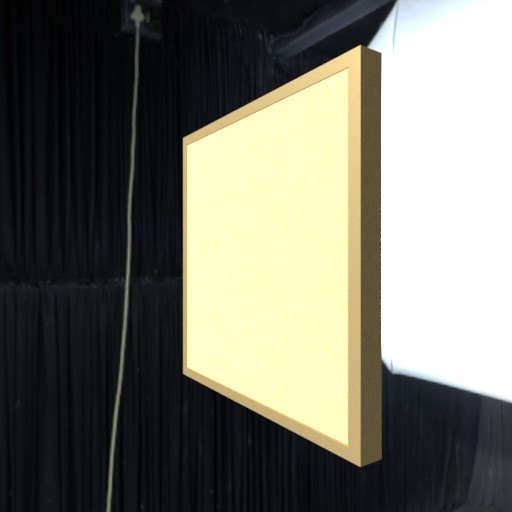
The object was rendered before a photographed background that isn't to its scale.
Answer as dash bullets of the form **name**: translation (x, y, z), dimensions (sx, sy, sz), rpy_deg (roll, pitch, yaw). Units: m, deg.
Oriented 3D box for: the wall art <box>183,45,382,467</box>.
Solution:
- **wall art**: translation (0.000, 0.000, 1.908), dimensions (0.095, 1.284, 1.284), rpy_deg (0, 0, -34)
